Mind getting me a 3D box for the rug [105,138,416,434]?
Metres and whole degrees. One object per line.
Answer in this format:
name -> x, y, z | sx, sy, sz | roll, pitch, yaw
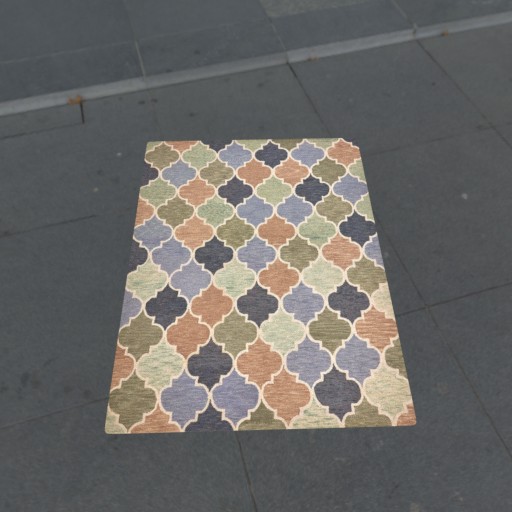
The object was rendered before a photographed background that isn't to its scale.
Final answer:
rug -> 0.000, 0.000, 4.306 | 2.439, 0.013, 3.200 | -1, 58, -1
